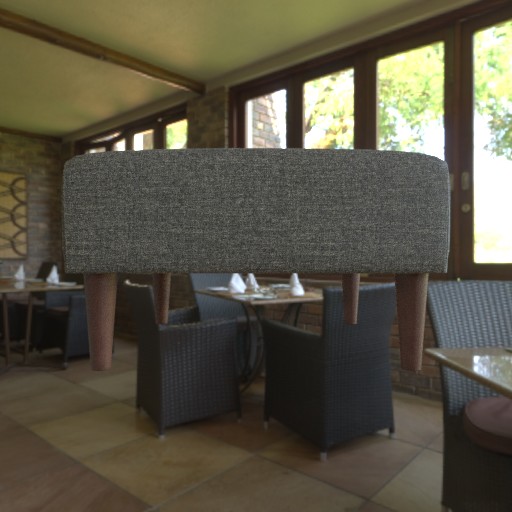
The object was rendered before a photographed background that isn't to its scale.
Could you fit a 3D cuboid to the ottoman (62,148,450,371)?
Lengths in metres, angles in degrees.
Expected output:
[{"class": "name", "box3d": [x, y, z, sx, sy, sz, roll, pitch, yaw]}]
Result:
[{"class": "ottoman", "box3d": [0.000, 0.000, 1.040, 0.655, 0.399, 0.648, 0, 0, 0]}]
